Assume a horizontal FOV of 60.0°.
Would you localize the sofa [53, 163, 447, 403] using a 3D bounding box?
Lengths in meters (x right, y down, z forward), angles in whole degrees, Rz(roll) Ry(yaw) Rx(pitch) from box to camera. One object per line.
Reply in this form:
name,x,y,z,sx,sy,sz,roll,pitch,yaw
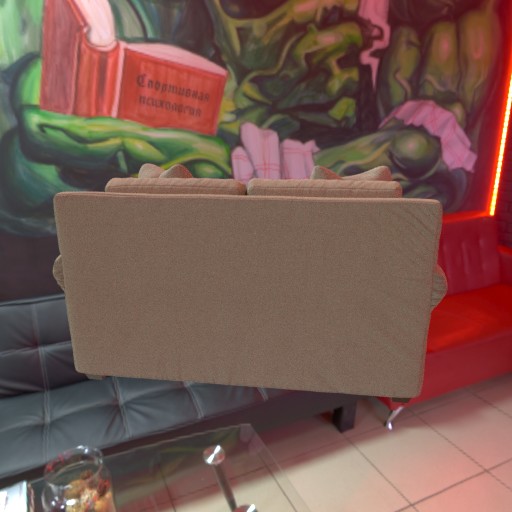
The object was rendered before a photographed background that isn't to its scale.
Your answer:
sofa,0.000,0.000,2.186,1.550,0.905,1.070,2,17,7
